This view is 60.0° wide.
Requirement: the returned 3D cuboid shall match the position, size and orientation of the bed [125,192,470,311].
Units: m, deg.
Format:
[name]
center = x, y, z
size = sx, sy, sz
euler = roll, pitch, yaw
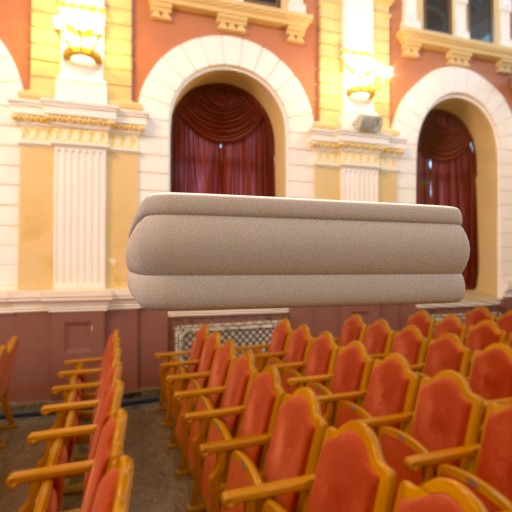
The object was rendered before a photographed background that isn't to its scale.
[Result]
[bed]
center = 0.000, 0.000, 2.715
size = 1.520, 0.460, 2.036
euler = 0, -1, -18
